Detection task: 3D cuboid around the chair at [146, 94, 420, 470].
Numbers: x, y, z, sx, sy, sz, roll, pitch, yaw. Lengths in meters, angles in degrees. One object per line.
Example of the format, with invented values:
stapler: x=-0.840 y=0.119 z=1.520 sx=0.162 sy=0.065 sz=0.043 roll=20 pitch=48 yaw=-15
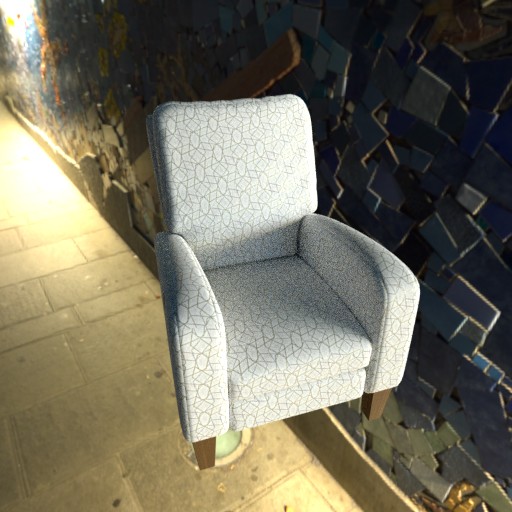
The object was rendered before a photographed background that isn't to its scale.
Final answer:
chair: x=0.000 y=0.000 z=1.723 sx=0.796 sy=1.064 sz=0.995 roll=-9 pitch=32 yaw=-16
